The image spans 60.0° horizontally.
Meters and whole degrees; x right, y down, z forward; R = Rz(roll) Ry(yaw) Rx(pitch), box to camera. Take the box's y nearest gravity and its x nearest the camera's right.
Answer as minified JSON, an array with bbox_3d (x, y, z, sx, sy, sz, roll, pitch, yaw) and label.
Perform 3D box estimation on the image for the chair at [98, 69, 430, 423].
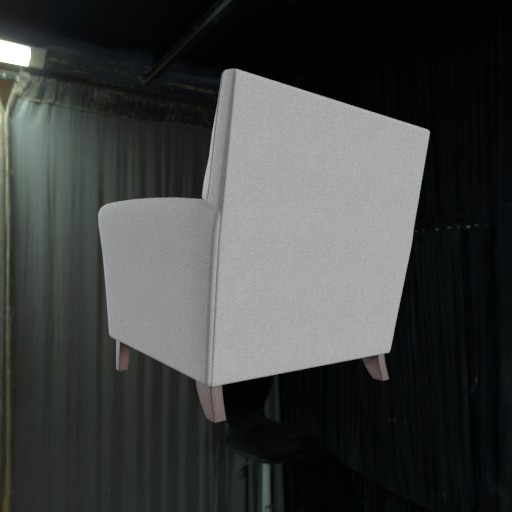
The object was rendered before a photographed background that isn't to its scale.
[{"bbox_3d":[0.000,0.000,1.552,0.840,0.846,0.871,1,-1,-37],"label":"chair"}]
